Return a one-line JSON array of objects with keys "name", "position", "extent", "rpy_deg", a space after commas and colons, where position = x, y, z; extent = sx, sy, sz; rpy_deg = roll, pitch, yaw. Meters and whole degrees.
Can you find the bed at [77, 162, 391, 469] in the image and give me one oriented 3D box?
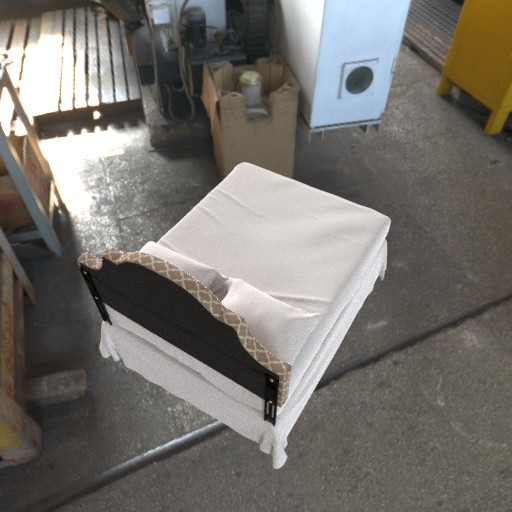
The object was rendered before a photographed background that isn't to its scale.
[{"name": "bed", "position": [0.000, 0.000, 3.507], "extent": [1.780, 1.633, 2.222], "rpy_deg": [25, 53, 21]}]
